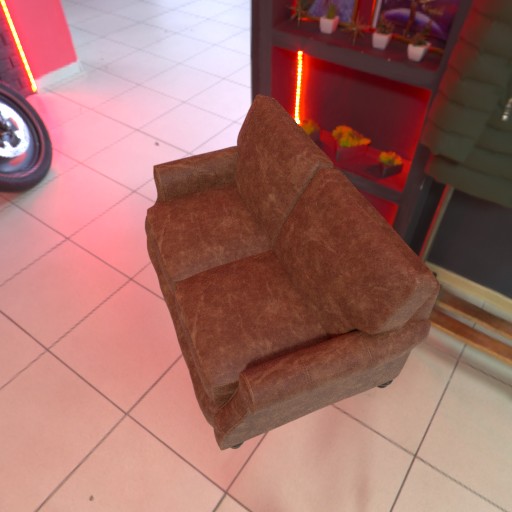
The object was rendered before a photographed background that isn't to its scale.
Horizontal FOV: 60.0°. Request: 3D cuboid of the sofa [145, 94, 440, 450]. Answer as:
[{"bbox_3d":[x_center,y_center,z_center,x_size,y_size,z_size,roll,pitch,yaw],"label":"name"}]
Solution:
[{"bbox_3d":[0.000,0.000,2.272,0.990,0.967,1.616,-16,49,-15],"label":"sofa"}]
